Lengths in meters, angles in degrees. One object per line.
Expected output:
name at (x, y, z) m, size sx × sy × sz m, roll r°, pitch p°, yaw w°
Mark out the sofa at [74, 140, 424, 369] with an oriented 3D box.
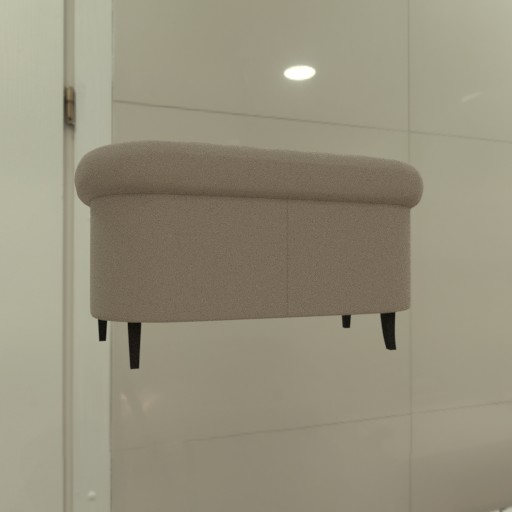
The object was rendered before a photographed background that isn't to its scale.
sofa at (0.000, 0.000, 2.032) m, size 1.558 × 0.827 × 0.835 m, roll 0°, pitch 0°, yaw -18°
